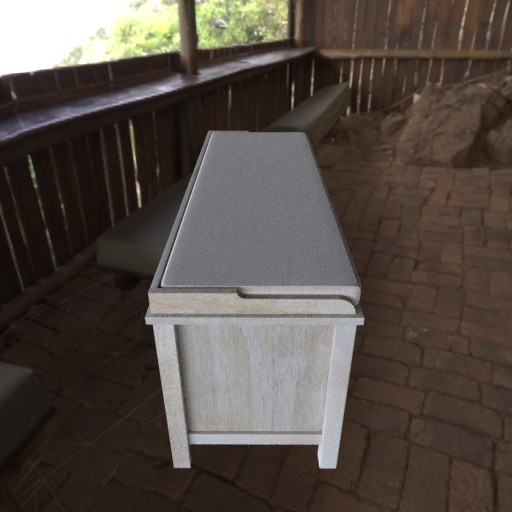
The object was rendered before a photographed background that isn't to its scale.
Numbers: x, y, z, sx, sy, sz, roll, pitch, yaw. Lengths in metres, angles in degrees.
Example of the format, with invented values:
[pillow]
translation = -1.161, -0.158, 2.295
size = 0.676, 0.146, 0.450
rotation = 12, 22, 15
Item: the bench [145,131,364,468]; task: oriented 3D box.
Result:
[bench]
translation = 0.000, 0.000, 1.398
size = 0.398, 0.501, 1.140
rotation = 0, 30, 0
